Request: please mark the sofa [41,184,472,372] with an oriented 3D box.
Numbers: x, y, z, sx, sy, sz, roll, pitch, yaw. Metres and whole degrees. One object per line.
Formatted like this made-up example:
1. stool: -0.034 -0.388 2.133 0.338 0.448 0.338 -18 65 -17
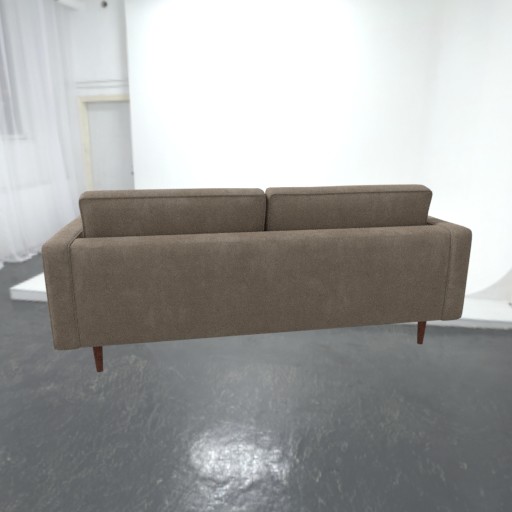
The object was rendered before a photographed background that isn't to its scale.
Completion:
1. sofa: 0.000 0.000 2.323 1.883 0.769 0.920 -3 15 -10
